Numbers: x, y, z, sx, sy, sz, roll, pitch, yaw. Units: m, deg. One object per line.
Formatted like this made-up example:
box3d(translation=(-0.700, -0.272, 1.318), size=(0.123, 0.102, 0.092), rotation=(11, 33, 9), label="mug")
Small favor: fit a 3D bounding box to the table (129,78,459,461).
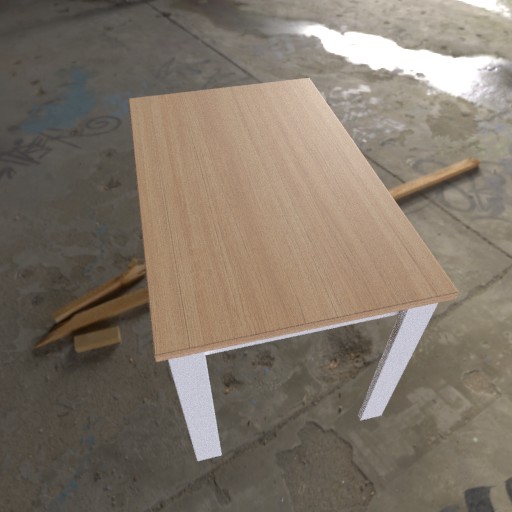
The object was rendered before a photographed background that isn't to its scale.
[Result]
box3d(translation=(0.000, 0.000, 1.600), size=(0.700, 0.734, 1.100), rotation=(-10, 48, -9), label="table")
